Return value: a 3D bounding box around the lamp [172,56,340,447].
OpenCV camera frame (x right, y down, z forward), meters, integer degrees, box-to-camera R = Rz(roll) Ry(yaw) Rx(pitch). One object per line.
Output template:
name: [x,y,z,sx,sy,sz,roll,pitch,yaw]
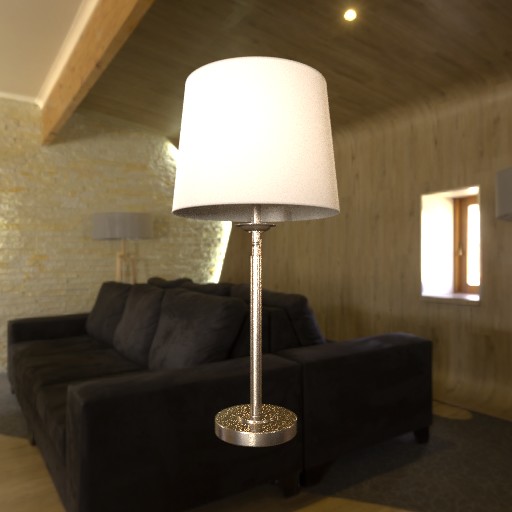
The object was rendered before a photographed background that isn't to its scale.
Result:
lamp: [0.000,0.000,0.891,0.333,0.696,0.333,0,-1,0]
